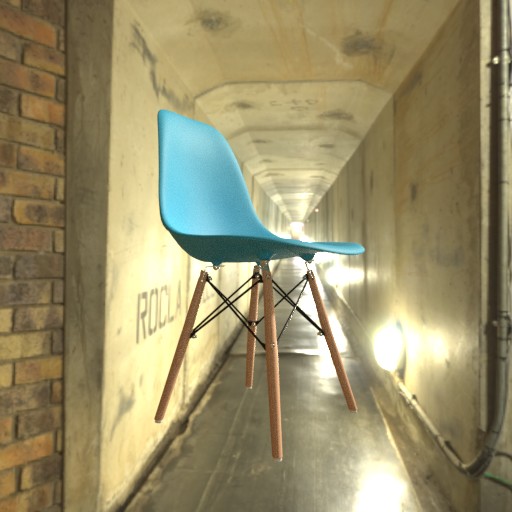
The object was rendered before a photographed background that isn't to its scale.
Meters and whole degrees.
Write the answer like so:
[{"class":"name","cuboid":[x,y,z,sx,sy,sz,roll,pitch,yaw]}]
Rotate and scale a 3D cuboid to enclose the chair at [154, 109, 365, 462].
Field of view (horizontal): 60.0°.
[{"class":"chair","cuboid":[0.000,0.000,1.149,0.531,0.826,0.470,0,-1,37]}]
